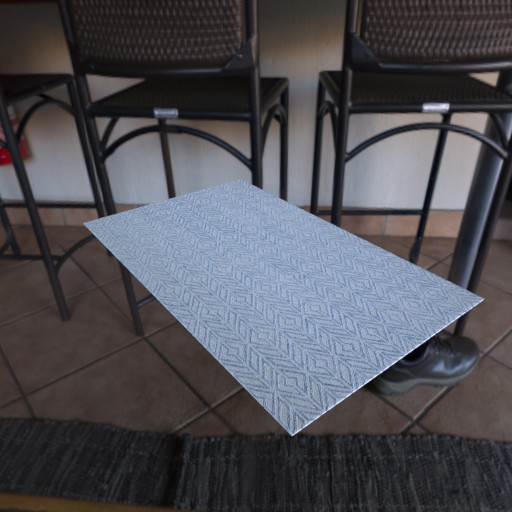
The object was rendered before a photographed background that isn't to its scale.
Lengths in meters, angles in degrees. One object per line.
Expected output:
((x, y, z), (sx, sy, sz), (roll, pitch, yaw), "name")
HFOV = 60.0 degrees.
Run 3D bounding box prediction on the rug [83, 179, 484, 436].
((0.000, 0.000, 3.047), (1.526, 0.008, 2.441), (-22, 37, -32), "rug")
